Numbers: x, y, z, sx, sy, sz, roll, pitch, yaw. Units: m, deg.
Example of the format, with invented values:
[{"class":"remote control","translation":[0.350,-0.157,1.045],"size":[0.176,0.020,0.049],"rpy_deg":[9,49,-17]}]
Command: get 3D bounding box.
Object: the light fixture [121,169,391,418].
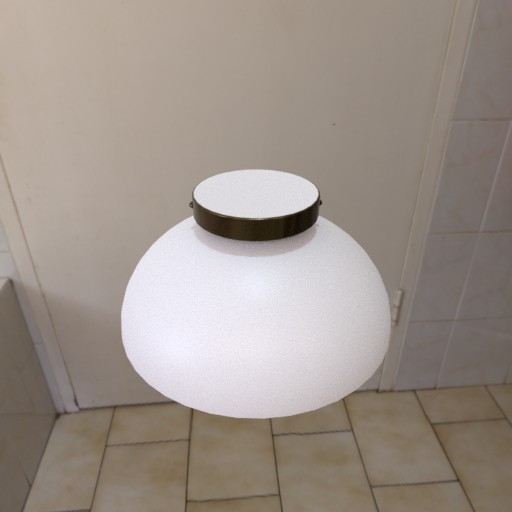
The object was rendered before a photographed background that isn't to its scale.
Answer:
[{"class":"light fixture","translation":[0.000,0.000,0.561],"size":[0.355,0.177,0.355],"rpy_deg":[0,31,0]}]
